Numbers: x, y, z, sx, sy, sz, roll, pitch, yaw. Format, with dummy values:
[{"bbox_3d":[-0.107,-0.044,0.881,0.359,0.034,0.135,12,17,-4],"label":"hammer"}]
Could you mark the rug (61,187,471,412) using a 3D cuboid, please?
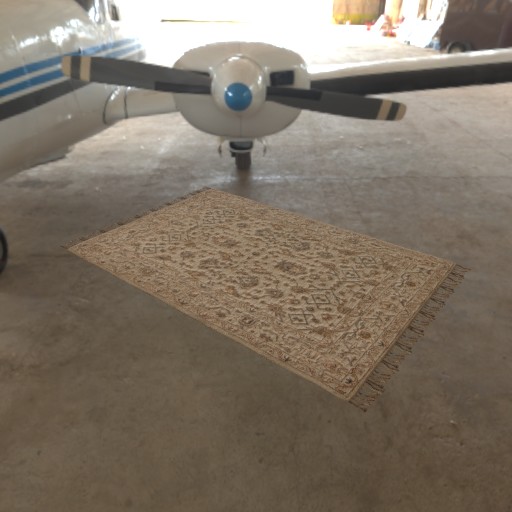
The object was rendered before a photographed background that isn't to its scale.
[{"bbox_3d":[0.000,0.000,3.073,2.434,0.027,1.529,21,36,33],"label":"rug"}]
